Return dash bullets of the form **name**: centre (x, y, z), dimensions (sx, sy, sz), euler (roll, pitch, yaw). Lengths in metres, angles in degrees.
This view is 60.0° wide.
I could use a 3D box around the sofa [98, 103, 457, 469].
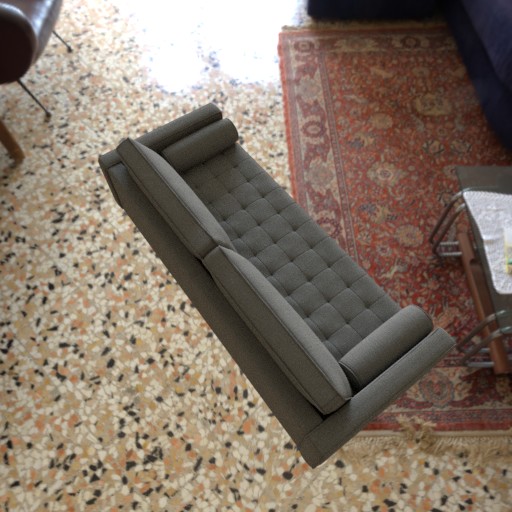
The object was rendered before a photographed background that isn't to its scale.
- **sofa**: centre (0.000, 0.000, 2.663), dimensions (0.914, 0.762, 2.198), euler (-32, 64, -18)
